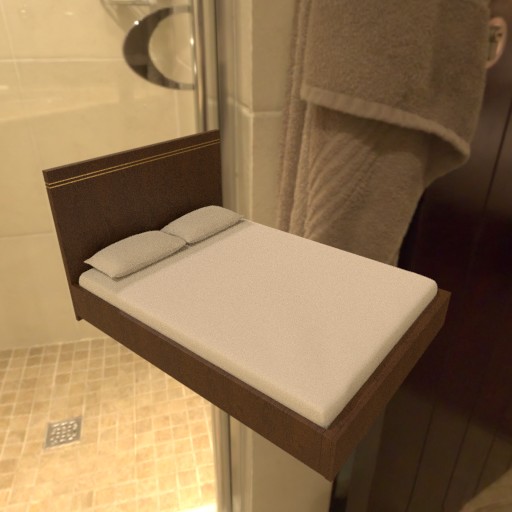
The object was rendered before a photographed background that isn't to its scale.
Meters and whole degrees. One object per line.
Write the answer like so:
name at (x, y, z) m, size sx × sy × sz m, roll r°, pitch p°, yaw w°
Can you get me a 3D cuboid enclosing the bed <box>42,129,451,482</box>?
bed at (0.000, 0.000, 3.050) m, size 2.221 × 1.169 × 1.613 m, roll 20°, pitch 34°, yaw 34°
